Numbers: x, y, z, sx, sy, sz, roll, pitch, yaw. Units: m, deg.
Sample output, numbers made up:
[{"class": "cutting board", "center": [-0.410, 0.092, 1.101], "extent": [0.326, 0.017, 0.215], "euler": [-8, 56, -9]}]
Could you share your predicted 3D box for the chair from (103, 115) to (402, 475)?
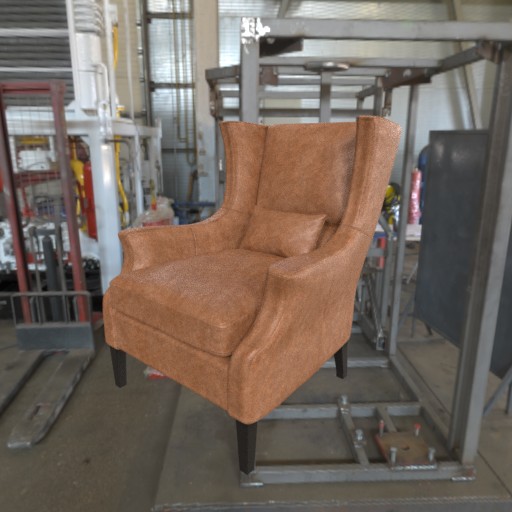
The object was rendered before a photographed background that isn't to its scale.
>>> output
[{"class": "chair", "center": [0.000, 0.000, 1.693], "extent": [0.853, 1.016, 0.926], "euler": [13, 20, 41]}]
